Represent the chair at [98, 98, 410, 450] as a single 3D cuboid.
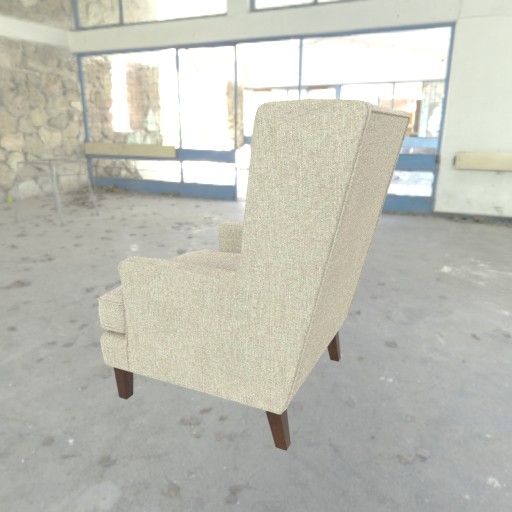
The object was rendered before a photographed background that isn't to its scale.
[{"bbox_3d":[0.000,0.000,1.699,0.948,1.082,0.764,7,18,24],"label":"chair"}]
